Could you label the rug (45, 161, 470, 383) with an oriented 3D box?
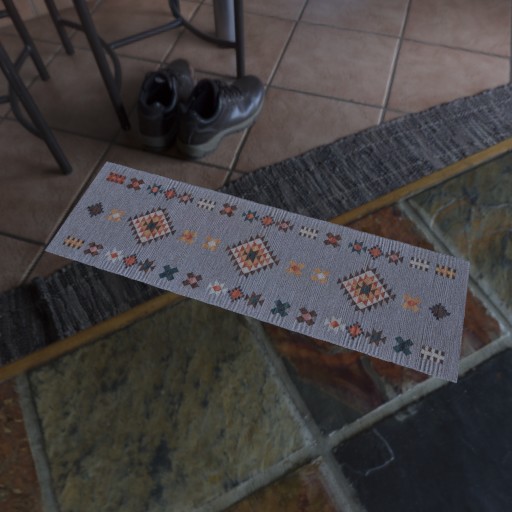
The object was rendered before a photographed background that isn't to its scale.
[{"bbox_3d":[0.000,0.000,2.656,2.432,0.008,0.766,17,60,10],"label":"rug"}]
